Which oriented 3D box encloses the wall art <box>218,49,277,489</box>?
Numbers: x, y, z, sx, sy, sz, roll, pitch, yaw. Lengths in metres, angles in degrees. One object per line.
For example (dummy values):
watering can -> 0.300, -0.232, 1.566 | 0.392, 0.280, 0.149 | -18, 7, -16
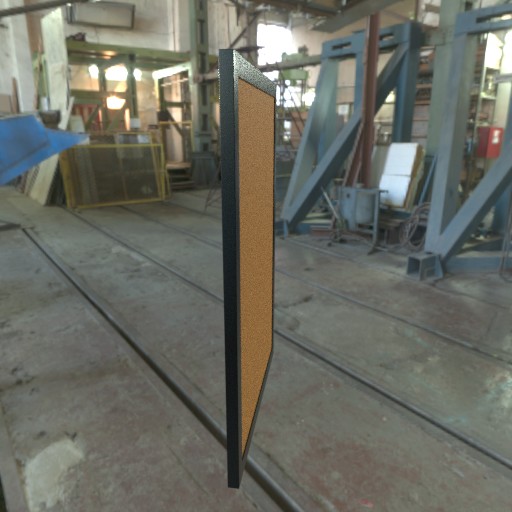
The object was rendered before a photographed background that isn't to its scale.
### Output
wall art -> 0.000, 0.000, 0.850 | 0.019, 0.656, 0.462 | 3, 16, 9
